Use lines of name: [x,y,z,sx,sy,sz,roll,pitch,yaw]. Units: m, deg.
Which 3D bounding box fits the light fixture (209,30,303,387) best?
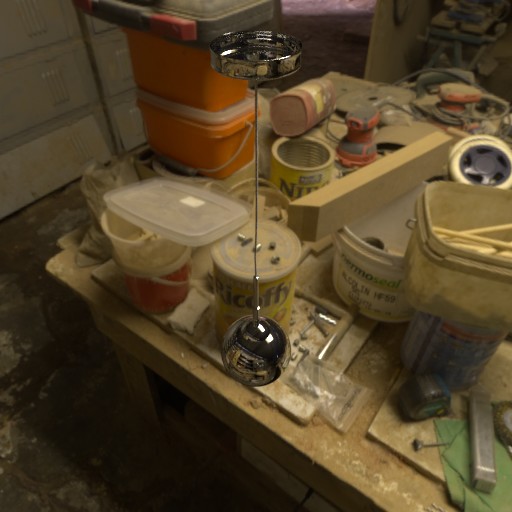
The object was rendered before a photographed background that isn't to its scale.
light fixture: [0.000,0.000,1.705,0.336,1.538,0.336,28,50,27]
